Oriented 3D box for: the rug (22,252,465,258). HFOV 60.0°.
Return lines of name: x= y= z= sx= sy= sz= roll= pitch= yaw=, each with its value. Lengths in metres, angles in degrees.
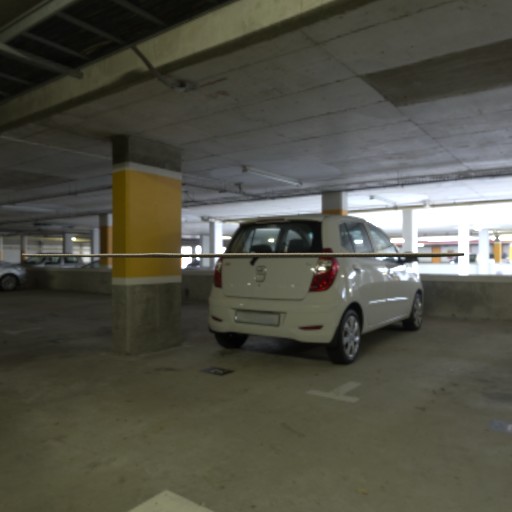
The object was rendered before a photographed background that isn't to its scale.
rug: x=0.000 y=0.000 z=2.878 sx=2.290 sy=0.021 sz=1.540 roll=0 pitch=0 yaw=18
